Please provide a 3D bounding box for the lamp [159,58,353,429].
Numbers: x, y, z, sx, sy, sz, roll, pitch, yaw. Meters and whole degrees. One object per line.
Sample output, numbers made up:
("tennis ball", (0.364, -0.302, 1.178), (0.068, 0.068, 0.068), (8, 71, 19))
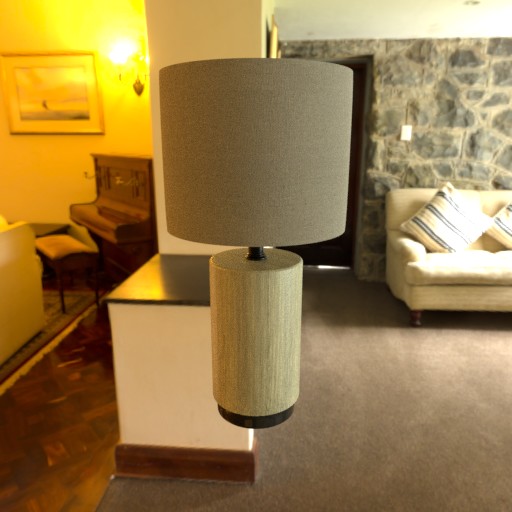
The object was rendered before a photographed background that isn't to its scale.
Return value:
("lamp", (0.000, 0.000, 0.582), (0.228, 0.444, 0.228), (14, 20, 43))
